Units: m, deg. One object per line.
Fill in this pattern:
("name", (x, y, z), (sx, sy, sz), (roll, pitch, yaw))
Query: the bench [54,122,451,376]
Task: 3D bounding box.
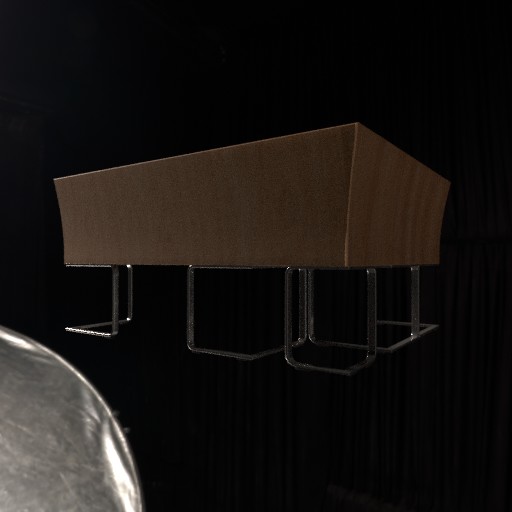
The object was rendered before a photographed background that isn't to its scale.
("bench", (0.000, 0.000, 2.736), (1.945, 0.930, 1.495), (0, -1, 35))
